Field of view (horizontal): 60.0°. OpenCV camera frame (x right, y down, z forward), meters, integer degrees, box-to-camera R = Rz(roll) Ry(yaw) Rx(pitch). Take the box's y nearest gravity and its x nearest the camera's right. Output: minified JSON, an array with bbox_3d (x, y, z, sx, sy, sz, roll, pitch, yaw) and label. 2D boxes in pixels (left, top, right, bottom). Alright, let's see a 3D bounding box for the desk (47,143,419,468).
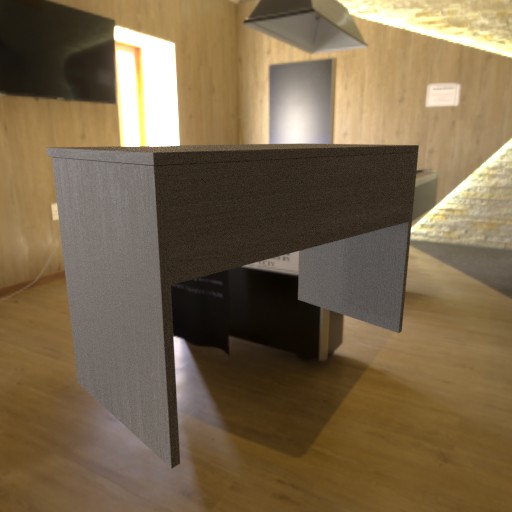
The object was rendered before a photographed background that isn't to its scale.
[{"bbox_3d":[0.000,0.000,1.517,1.099,0.729,0.557,-14,21,-42],"label":"desk"}]
